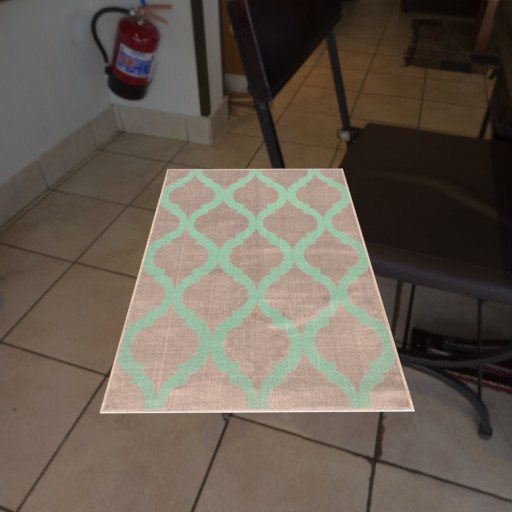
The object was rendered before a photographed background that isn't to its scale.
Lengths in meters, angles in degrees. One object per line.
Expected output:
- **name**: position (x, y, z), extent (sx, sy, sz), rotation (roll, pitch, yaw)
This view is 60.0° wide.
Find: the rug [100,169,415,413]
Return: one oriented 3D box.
- **rug**: position (0.000, 0.000, 3.003), extent (1.524, 0.006, 2.286), rotation (0, 41, 0)
